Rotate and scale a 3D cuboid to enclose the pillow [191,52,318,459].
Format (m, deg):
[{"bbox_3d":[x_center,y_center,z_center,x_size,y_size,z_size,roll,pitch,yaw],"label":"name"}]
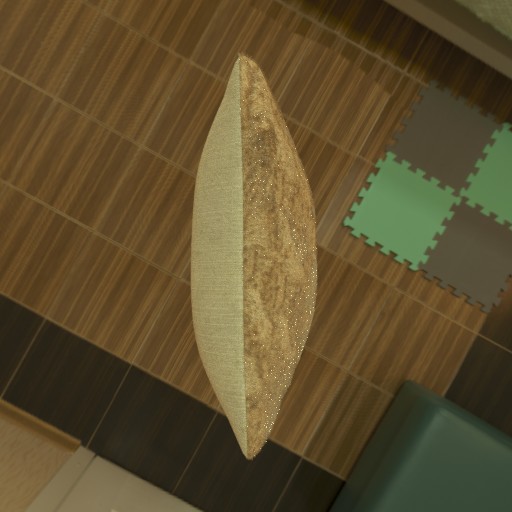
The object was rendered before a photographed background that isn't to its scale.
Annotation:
[{"bbox_3d":[0.000,0.000,0.824,0.216,0.525,0.538,0,90,-2],"label":"pillow"}]
